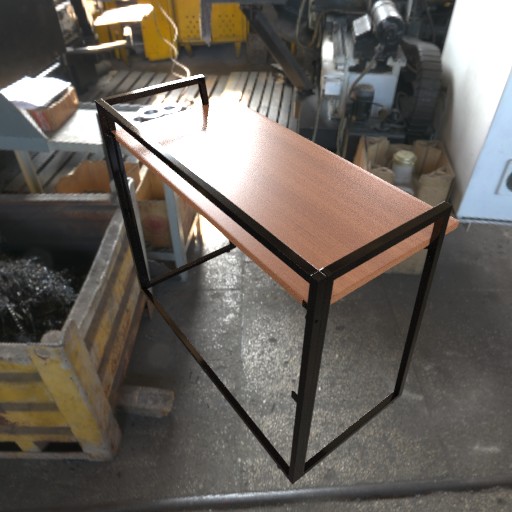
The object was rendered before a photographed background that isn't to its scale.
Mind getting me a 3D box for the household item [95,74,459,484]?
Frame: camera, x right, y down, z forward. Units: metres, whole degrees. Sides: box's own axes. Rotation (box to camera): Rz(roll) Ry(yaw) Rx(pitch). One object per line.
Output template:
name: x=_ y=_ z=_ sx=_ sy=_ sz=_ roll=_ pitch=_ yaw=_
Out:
household item: x=0.000 y=0.000 z=1.497 sx=0.510 sy=0.860 sz=1.050 roll=-26 pitch=47 yaw=-27
